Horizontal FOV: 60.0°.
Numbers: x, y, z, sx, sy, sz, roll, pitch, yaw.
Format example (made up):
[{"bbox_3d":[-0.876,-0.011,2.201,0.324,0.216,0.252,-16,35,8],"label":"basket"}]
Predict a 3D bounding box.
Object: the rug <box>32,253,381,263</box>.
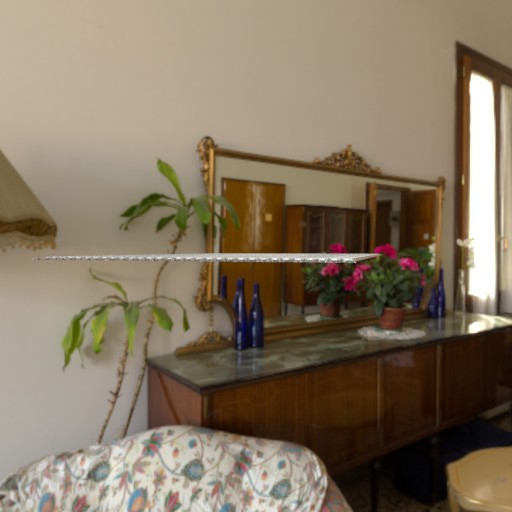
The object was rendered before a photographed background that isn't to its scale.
[{"bbox_3d":[0.000,0.000,2.406,1.243,0.013,1.872,0,1,18],"label":"rug"}]
